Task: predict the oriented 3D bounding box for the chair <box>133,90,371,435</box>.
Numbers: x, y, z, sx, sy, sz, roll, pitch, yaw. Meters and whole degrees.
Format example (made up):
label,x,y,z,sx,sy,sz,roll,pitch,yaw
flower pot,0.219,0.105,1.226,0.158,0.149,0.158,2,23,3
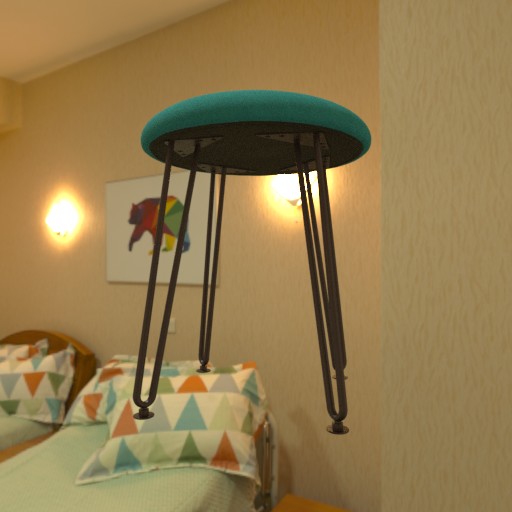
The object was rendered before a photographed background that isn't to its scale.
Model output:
label,x,y,z,sx,sy,sz,roll,pitch,yaw
chair,0.000,0.000,0.692,0.350,0.430,0.350,0,-1,-1
